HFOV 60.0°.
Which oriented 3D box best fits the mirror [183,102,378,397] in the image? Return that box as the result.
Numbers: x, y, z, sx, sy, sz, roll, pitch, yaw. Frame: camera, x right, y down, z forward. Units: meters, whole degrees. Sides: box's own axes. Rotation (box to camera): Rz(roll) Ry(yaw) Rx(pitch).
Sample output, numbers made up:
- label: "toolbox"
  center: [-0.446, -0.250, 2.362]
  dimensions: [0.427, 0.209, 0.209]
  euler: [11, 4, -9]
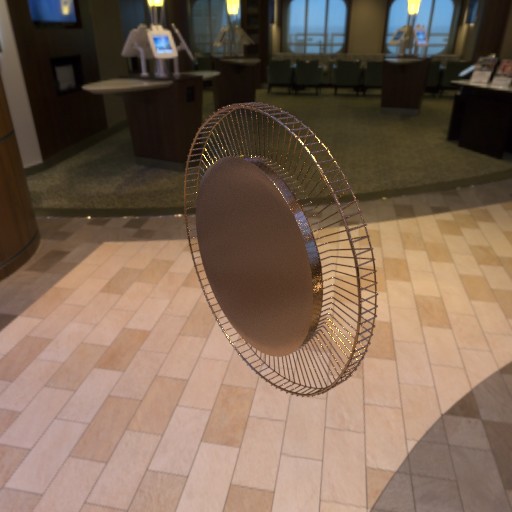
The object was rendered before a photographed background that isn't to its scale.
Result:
- label: "mirror"
  center: [0.000, 0.000, 1.076]
  dimensions: [0.067, 0.703, 0.703]
  euler: [-18, 32, -31]
